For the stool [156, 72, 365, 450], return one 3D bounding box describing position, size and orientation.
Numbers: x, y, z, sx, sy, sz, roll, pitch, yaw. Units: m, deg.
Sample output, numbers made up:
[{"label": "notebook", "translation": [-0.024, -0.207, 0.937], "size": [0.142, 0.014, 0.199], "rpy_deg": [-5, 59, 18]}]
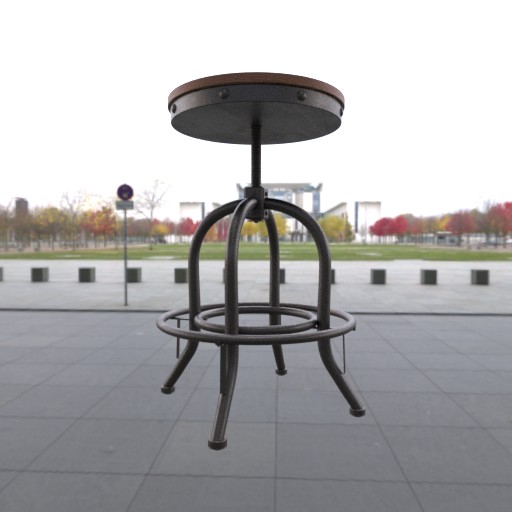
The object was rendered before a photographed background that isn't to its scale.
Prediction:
[{"label": "stool", "translation": [0.000, 0.000, 0.901], "size": [0.439, 0.609, 0.439], "rpy_deg": [1, 2, 18]}]
